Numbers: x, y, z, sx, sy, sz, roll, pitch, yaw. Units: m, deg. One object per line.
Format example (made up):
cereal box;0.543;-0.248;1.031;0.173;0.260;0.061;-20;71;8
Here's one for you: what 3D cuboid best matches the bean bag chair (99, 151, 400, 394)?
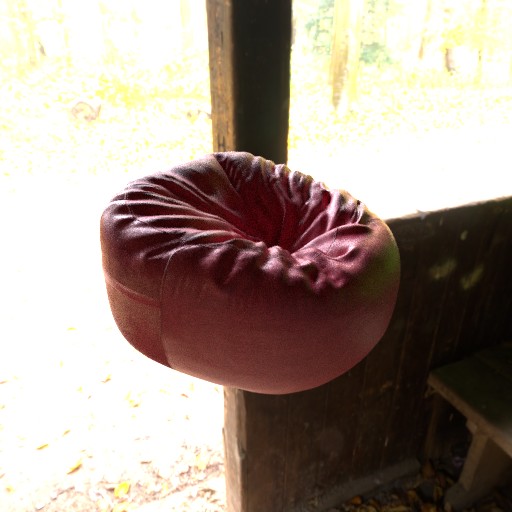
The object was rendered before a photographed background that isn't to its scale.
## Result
bean bag chair;0.000;0.000;2.448;1.524;0.878;1.524;19;32;33
